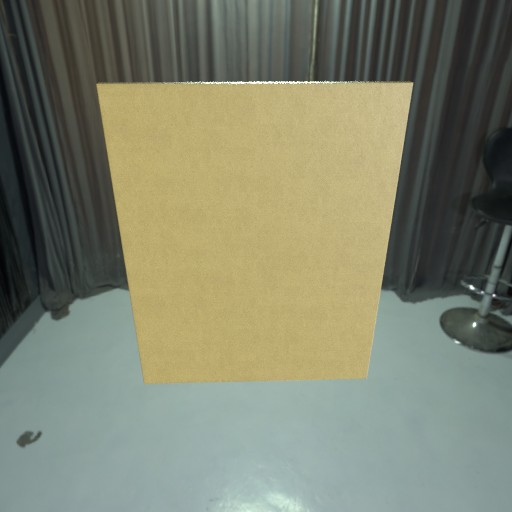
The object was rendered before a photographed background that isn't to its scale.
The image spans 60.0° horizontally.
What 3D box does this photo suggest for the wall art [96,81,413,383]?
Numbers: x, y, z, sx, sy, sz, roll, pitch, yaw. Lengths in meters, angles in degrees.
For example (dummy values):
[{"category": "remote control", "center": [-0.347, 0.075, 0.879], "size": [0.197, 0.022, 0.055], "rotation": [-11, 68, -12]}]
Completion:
[{"category": "wall art", "center": [0.000, 0.000, 1.365], "size": [0.798, 1.002, 0.030], "rotation": [-1, 28, -2]}]
